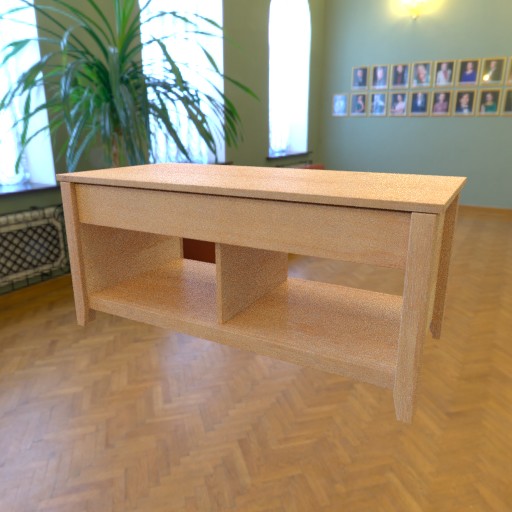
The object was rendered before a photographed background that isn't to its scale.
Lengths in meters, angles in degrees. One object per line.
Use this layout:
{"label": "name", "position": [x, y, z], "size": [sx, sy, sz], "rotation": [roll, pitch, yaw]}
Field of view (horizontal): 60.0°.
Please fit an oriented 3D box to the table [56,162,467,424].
{"label": "table", "position": [0.000, 0.000, 1.276], "size": [1.016, 0.457, 0.483], "rotation": [9, 19, 27]}
